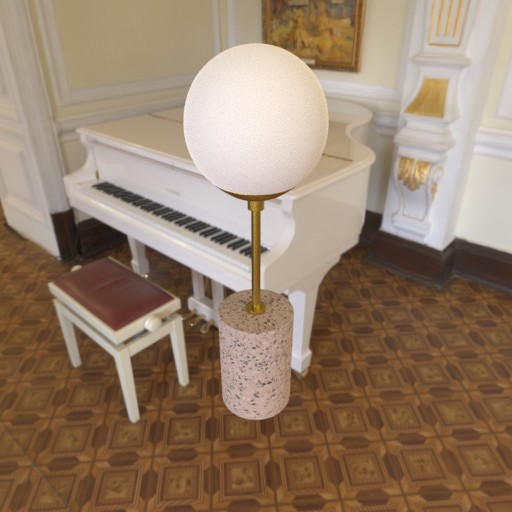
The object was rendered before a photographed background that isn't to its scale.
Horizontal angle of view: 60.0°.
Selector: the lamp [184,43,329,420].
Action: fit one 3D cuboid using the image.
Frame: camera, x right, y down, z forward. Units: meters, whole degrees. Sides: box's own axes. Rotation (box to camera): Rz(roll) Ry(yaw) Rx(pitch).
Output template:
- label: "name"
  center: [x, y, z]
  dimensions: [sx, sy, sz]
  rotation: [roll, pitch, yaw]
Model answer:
- label: "lamp"
  center: [0.000, 0.000, 0.554]
  dimensions: [0.153, 0.480, 0.153]
  rotation: [0, 30, 0]
